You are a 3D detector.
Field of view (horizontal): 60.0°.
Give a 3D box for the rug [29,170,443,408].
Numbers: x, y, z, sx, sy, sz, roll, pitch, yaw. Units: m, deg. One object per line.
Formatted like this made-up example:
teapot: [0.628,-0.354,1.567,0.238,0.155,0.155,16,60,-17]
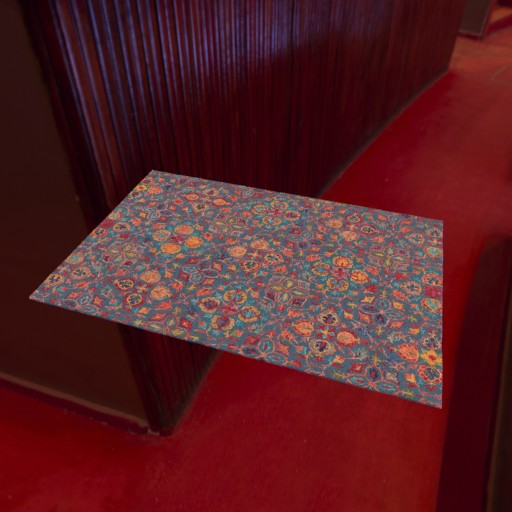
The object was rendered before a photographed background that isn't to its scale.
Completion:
rug: [0.000,0.000,2.287,1.836,0.014,1.216,12,43,13]
